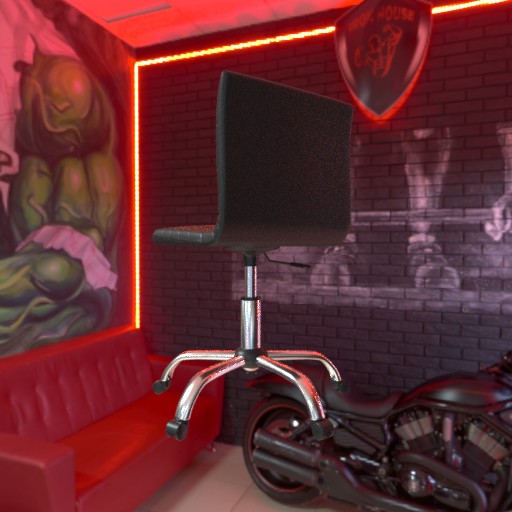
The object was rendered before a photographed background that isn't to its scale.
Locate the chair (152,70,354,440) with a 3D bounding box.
[{"bbox_3d":[0.000,0.000,1.150,0.556,0.780,0.530,-1,2,-36],"label":"chair"}]
